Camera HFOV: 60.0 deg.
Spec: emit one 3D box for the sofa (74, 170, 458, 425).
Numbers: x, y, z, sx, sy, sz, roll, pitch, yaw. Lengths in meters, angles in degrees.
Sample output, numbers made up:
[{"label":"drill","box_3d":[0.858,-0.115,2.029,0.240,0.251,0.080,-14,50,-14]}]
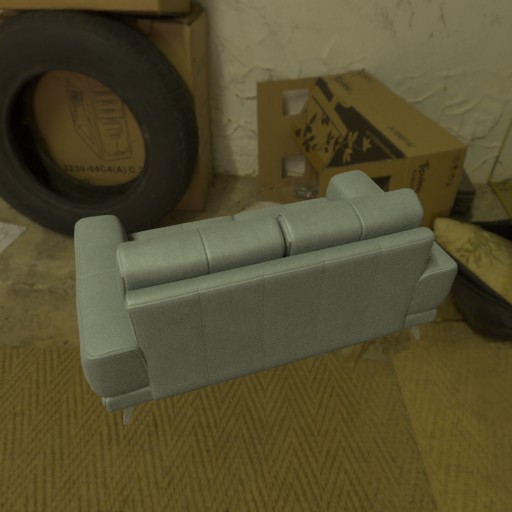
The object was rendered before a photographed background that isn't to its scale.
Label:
[{"label":"sofa","box_3d":[0.000,0.000,2.347,1.806,0.907,1.018,-12,42,-14]}]
